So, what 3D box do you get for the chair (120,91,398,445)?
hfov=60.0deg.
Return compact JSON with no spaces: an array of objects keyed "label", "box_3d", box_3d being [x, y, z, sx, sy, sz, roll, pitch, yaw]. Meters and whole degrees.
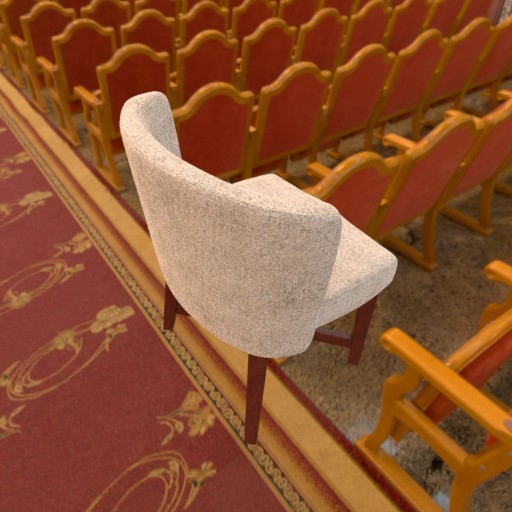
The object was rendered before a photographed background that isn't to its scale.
[{"label":"chair","box_3d":[0.000,0.000,1.262,0.575,0.827,0.728,-25,46,-26]}]
